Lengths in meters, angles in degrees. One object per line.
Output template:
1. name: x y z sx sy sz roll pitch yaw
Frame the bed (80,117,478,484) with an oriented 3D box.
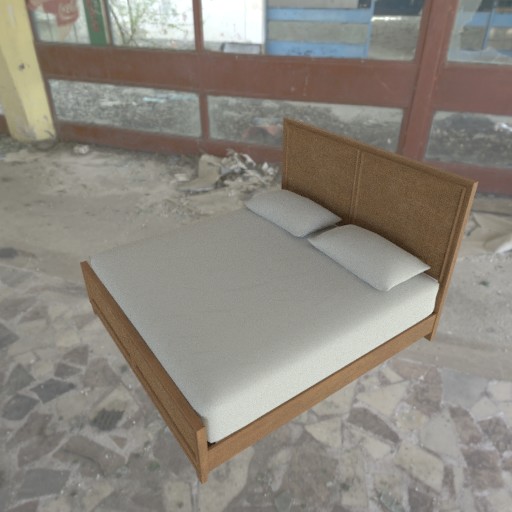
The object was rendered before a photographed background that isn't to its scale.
1. bed: 0.000 0.000 3.451 2.184 1.387 2.003 -21 37 -29
